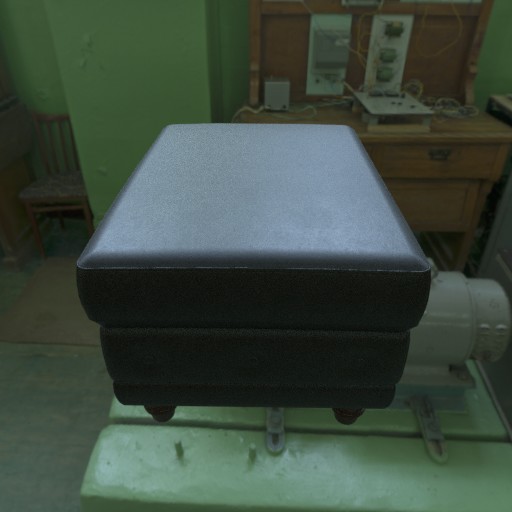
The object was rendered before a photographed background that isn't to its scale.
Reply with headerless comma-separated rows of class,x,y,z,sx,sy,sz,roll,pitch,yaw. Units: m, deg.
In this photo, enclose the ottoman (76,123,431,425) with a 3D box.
ottoman,0.000,0.000,1.147,0.590,0.498,0.795,1,33,1
